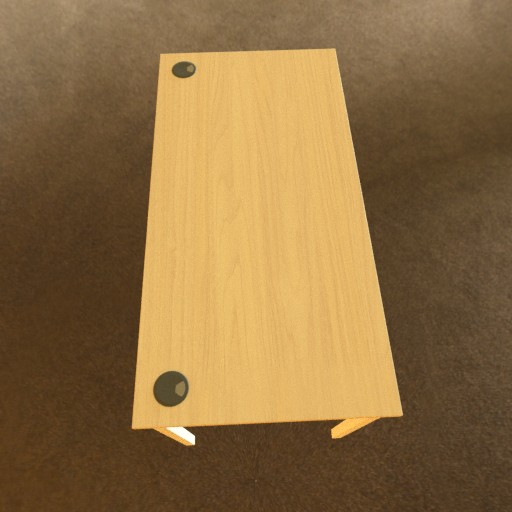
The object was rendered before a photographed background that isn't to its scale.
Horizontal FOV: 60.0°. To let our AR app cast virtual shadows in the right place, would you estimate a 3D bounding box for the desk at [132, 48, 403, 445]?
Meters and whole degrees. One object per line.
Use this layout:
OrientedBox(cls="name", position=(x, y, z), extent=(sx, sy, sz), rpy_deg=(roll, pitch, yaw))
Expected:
OrientedBox(cls="desk", position=(0.000, 0.000, 1.582), extent=(0.600, 0.750, 1.200), rpy_deg=(-2, 63, -1))
